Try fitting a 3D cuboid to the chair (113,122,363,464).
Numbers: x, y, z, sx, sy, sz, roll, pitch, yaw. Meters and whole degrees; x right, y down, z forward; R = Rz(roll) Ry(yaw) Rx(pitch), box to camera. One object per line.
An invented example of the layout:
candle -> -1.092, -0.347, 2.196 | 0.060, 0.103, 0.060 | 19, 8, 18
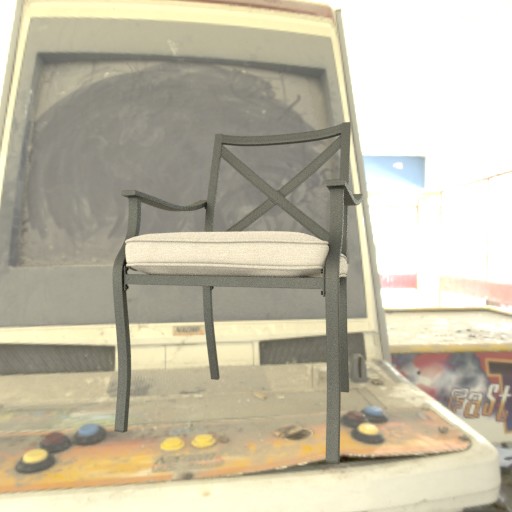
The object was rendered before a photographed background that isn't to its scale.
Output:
chair -> 0.000, 0.000, 1.302 | 0.575, 0.889, 0.620 | 0, 0, 18
